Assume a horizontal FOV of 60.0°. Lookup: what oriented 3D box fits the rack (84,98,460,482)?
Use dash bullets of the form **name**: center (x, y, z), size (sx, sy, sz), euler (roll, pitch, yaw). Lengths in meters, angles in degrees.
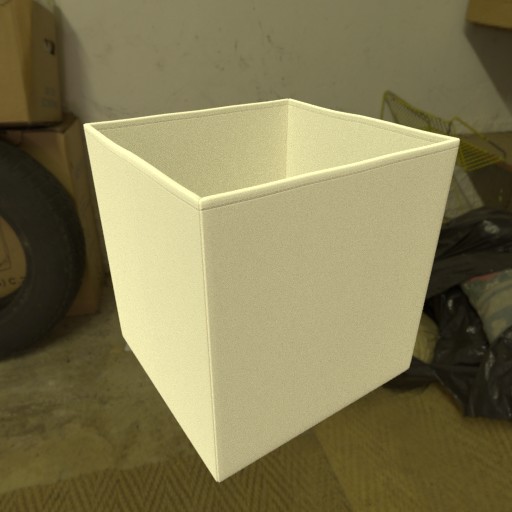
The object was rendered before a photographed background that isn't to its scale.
- **rack**: center (0.000, 0.000, 0.496), size (0.270, 0.280, 0.270), euler (-18, 34, -29)
